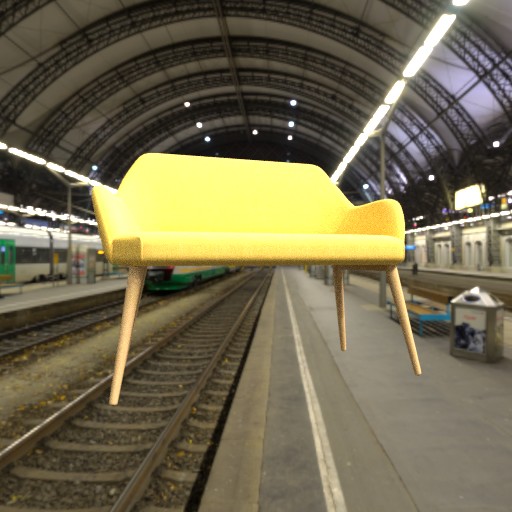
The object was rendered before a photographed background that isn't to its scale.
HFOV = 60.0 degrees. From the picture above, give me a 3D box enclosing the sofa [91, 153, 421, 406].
[{"bbox_3d":[0.000,0.000,1.656,1.150,0.840,0.610,0,0,-18],"label":"sofa"}]
